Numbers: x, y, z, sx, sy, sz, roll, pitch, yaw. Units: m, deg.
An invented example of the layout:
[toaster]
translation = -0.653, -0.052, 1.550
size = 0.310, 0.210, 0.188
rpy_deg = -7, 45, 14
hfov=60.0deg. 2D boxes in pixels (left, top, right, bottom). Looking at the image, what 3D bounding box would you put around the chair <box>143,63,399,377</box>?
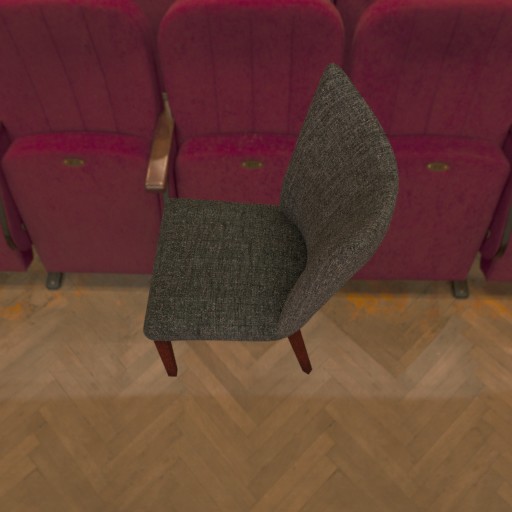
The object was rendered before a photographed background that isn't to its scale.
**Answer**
[chair]
translation = 0.000, 0.000, 1.309
size = 0.623, 0.924, 0.535
rpy_deg = 1, 59, 1
